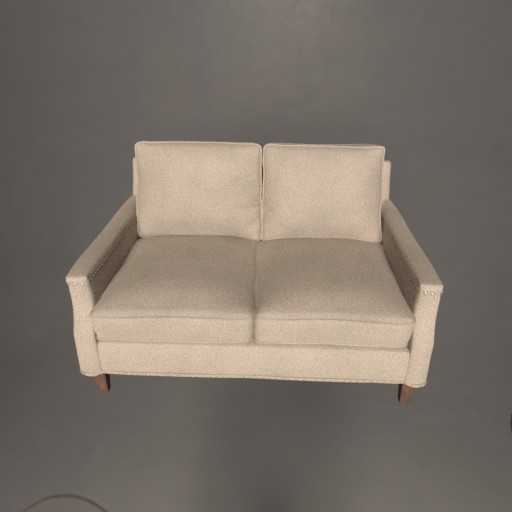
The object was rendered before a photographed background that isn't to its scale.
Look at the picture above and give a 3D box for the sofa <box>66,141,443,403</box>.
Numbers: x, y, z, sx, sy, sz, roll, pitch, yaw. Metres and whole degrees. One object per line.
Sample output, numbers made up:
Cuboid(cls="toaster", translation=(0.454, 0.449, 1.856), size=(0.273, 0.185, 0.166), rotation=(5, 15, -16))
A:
Cuboid(cls="sofa", translation=(0.000, 0.000, 2.303), size=(1.597, 1.003, 1.084), rotation=(1, 30, 2))
